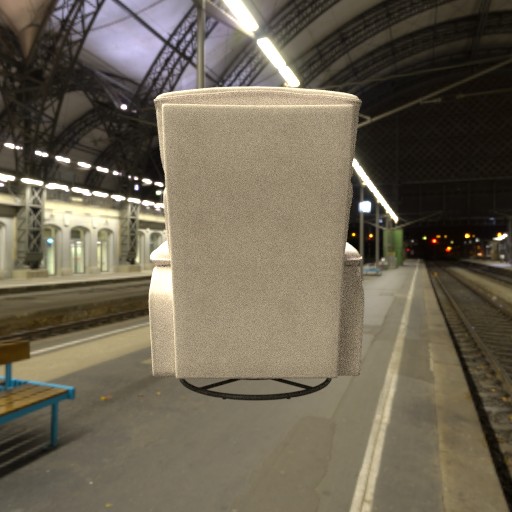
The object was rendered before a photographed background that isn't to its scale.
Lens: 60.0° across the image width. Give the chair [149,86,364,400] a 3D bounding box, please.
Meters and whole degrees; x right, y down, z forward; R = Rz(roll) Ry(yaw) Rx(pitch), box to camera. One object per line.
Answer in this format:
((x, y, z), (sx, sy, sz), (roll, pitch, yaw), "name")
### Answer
((0.000, 0.000, 1.779), (0.820, 1.039, 1.001), (0, 1, -1), "chair")
